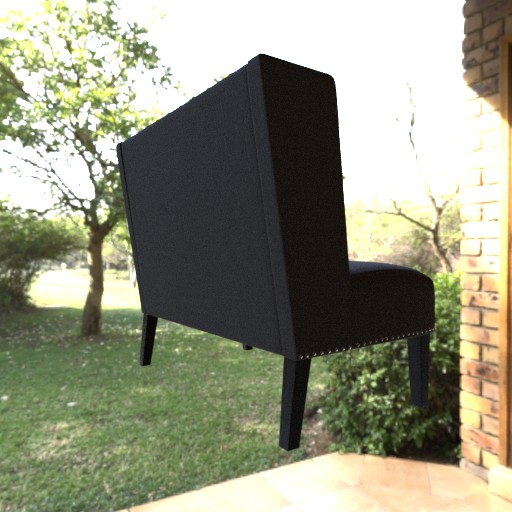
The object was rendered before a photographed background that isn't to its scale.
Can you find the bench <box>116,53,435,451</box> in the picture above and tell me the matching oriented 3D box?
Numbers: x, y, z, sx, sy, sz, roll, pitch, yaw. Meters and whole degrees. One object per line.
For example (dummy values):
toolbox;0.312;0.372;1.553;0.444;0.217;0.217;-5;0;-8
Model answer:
bench;0.000;0.000;1.952;0.842;1.121;1.276;0;1;-35
